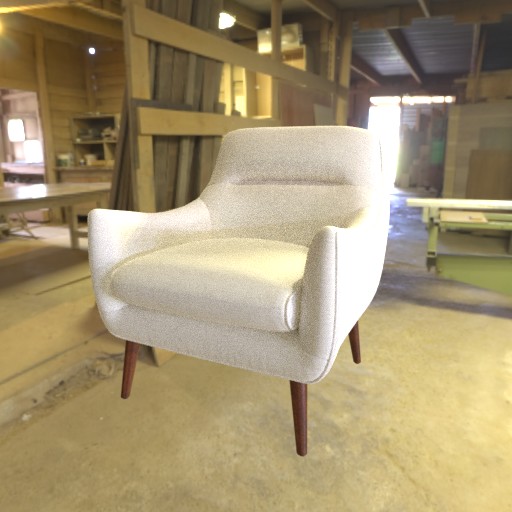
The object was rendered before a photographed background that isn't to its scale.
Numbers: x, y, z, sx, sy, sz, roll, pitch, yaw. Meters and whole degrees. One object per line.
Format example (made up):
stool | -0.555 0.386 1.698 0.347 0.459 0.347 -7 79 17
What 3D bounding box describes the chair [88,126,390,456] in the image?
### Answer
chair | 0.000 0.000 1.443 0.762 0.838 0.787 7 15 26
